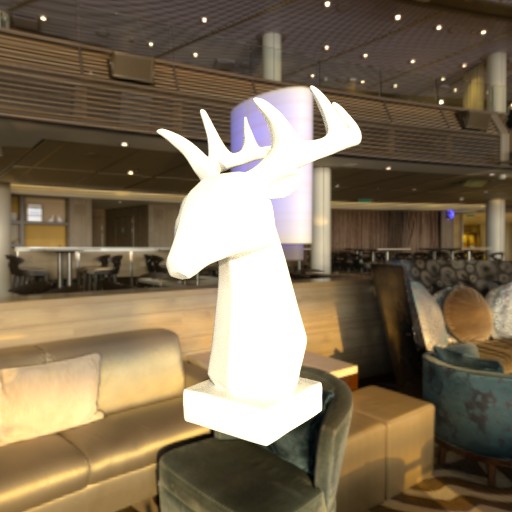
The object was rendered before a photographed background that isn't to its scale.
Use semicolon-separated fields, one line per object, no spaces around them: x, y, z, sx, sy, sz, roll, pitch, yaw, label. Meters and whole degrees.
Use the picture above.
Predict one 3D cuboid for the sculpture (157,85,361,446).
0.000;0.000;0.451;0.174;0.329;0.224;1;1;36;sculpture
